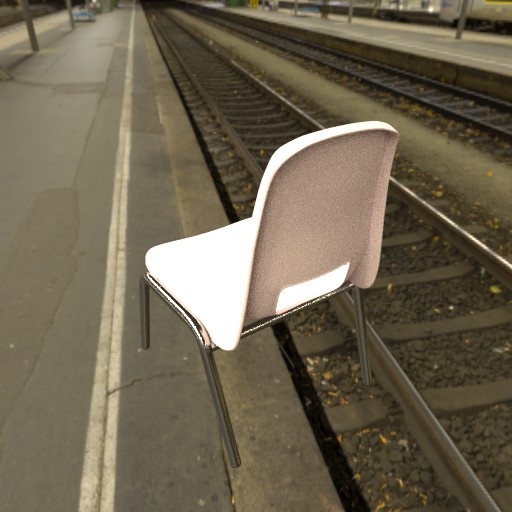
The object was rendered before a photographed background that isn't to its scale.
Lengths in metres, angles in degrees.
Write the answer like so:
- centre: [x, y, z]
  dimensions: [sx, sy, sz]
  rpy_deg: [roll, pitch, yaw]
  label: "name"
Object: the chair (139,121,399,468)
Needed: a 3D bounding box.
- centre: [0.000, 0.000, 0.787]
  dimensions: [0.354, 0.537, 0.385]
  rpy_deg: [-19, 36, -29]
  label: "chair"
